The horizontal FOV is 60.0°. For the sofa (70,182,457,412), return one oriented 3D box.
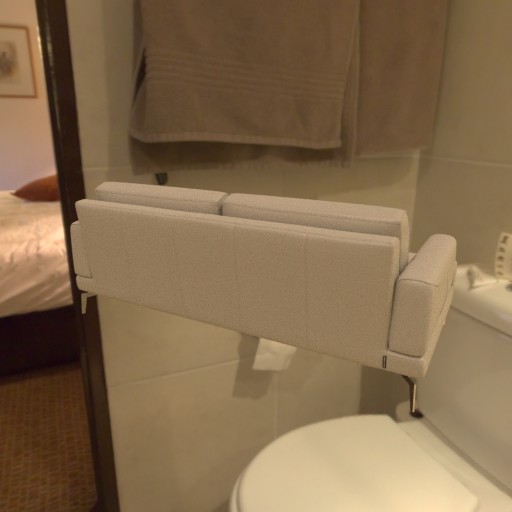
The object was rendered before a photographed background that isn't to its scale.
[{"bbox_3d":[0.000,0.000,2.398,1.940,0.765,0.974,9,20,28],"label":"sofa"}]
